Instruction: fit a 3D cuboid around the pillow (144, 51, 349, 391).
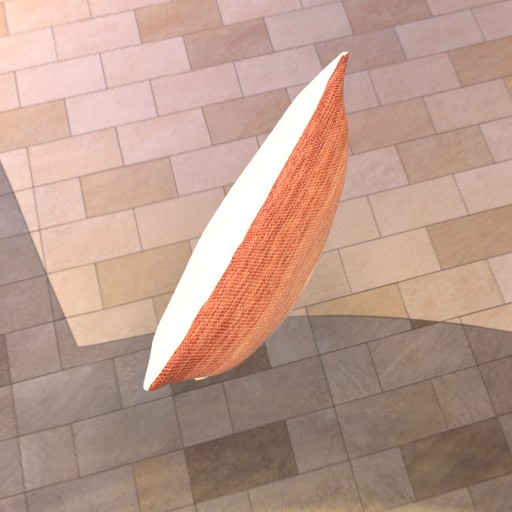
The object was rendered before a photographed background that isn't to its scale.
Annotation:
[{"bbox_3d":[0.000,0.000,0.670,0.182,0.441,0.440,28,78,6],"label":"pillow"}]
